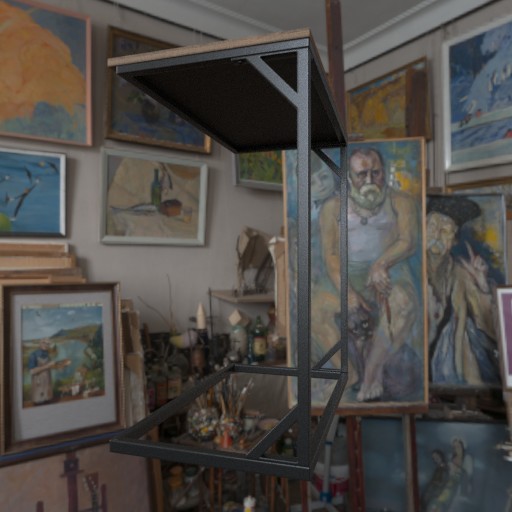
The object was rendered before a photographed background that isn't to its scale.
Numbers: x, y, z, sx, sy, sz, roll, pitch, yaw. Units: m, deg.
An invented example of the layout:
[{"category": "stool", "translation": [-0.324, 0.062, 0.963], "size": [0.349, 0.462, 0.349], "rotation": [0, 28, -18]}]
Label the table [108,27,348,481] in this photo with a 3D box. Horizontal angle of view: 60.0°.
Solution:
[{"category": "table", "translation": [0.000, 0.000, 0.992], "size": [0.351, 0.673, 0.597], "rotation": [0, -1, 17]}]
